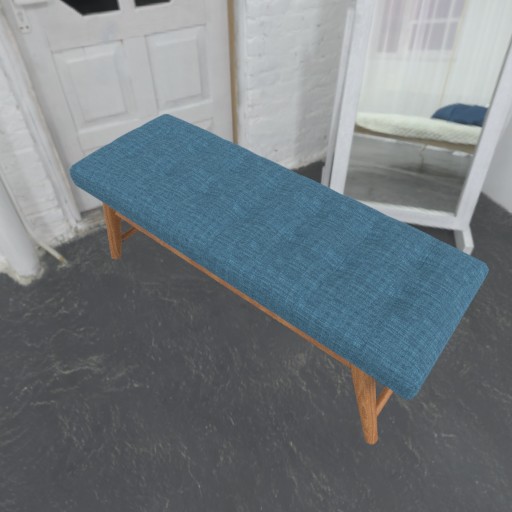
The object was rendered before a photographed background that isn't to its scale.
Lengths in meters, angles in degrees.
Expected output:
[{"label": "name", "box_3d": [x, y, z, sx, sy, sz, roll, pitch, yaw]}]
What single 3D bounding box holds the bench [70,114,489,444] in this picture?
[{"label": "bench", "box_3d": [0.000, 0.000, 1.314, 1.118, 0.432, 0.406, 31, 55, 25]}]
